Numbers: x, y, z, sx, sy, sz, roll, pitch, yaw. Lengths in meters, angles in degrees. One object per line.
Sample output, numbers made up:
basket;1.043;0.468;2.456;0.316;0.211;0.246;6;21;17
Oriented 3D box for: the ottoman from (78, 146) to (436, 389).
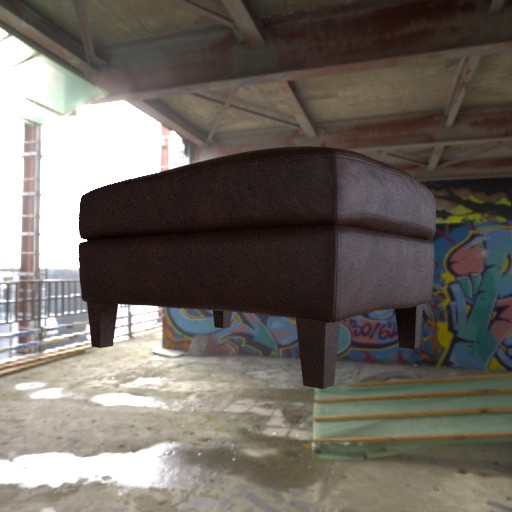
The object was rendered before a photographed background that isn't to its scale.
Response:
ottoman;0.000;0.000;1.294;0.887;0.527;0.659;-1;-2;37
